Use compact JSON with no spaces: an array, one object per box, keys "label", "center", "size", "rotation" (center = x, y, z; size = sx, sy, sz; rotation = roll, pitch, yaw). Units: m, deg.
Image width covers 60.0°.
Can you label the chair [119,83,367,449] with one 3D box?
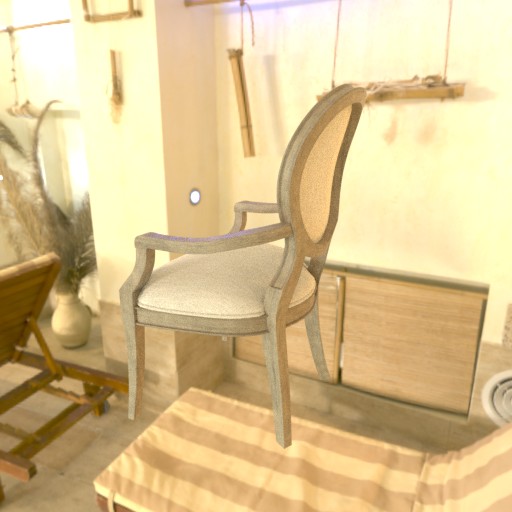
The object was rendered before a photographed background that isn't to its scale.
[{"label":"chair","center":[0.000,0.000,1.388],"size":[0.602,0.991,0.611],"rotation":[8,19,25]}]
